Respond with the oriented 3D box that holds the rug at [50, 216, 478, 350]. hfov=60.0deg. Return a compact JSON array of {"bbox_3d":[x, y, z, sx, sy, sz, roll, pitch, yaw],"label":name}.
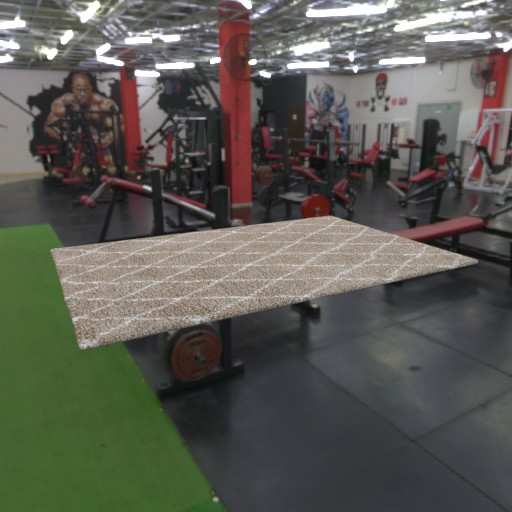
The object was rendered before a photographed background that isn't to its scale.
[{"bbox_3d":[0.000,0.000,3.365,2.743,0.030,1.778,-9,19,-27],"label":"rug"}]
